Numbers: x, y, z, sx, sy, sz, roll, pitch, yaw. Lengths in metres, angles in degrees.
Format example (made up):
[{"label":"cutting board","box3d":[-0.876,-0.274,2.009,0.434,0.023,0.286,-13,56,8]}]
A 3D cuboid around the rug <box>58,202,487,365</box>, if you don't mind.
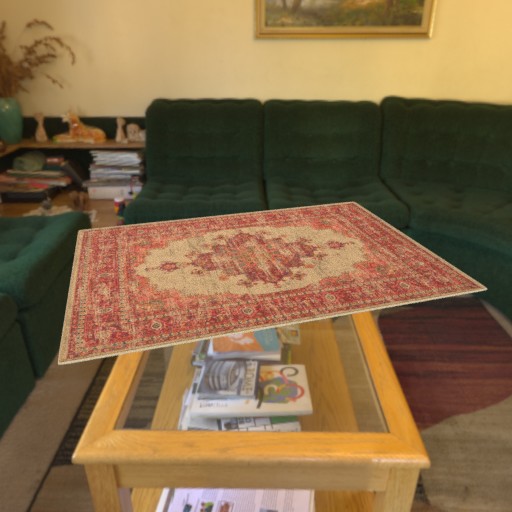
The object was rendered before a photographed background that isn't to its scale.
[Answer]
[{"label":"rug","box3d":[0.000,0.000,2.845,2.232,0.011,1.555,-7,27,-15]}]
